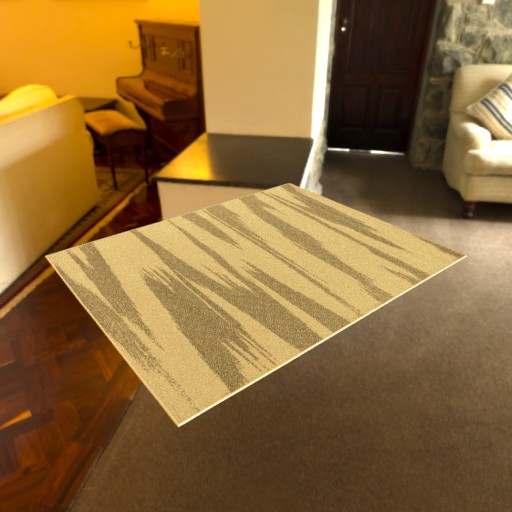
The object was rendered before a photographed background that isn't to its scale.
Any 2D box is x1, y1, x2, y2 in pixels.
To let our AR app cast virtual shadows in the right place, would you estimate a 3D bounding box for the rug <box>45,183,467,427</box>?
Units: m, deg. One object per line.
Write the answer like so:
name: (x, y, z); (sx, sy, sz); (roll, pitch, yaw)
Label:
rug: (0.000, 0.000, 3.942); (2.945, 0.014, 2.353); (-22, 36, -33)
